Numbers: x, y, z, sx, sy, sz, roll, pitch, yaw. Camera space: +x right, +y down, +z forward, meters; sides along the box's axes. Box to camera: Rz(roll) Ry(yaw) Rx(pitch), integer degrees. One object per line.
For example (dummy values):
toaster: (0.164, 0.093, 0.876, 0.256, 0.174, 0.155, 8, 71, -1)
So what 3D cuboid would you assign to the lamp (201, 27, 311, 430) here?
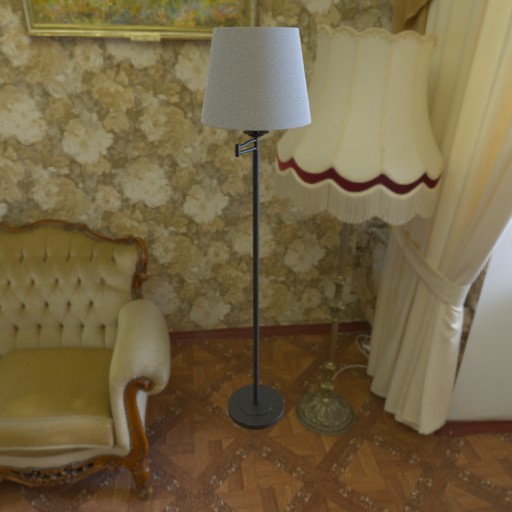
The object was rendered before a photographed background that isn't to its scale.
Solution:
lamp: (0.000, 0.000, 1.611, 0.348, 1.473, 0.348, 18, 31, 32)
